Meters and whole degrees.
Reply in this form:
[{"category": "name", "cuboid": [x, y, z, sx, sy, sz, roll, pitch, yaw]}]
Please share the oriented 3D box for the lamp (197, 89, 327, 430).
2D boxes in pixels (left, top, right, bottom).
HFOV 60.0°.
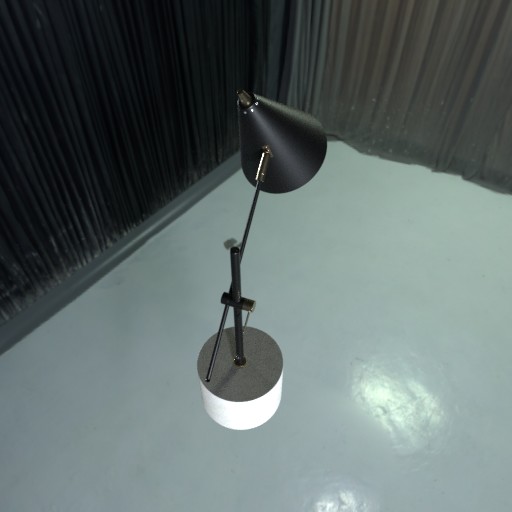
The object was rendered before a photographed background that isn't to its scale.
[{"category": "lamp", "cuboid": [0.000, 0.000, 0.737, 0.214, 0.518, 0.403, 23, 50, 21]}]
